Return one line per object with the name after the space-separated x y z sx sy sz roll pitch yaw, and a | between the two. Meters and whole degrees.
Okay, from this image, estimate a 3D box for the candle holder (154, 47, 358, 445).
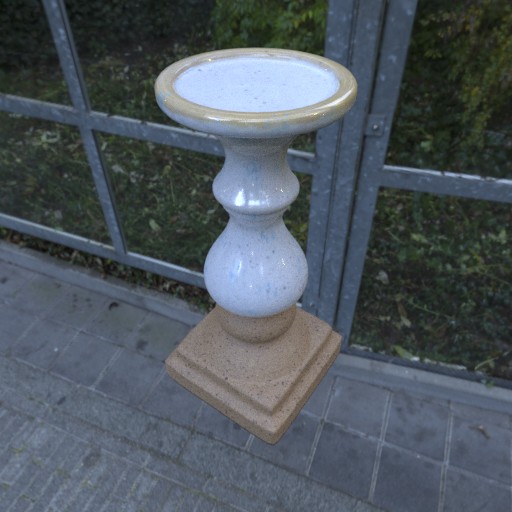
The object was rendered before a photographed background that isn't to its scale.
0.000 0.000 0.301 0.110 0.239 0.110 25 47 26 | candle holder
